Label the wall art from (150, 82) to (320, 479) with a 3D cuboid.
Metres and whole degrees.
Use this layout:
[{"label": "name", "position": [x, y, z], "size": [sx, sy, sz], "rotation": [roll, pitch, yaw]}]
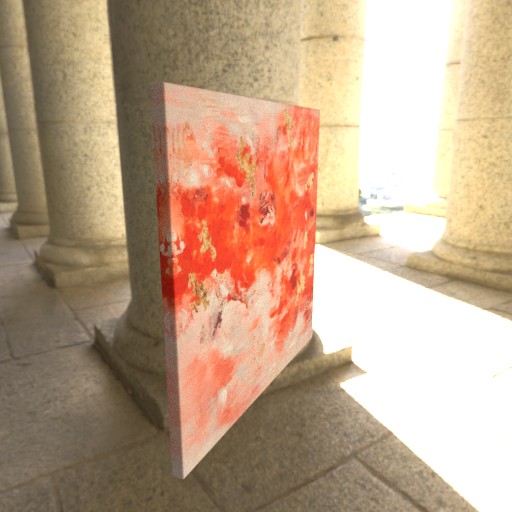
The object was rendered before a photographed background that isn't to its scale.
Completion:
[{"label": "wall art", "position": [0.000, 0.000, 1.322], "size": [0.066, 0.878, 0.878], "rotation": [7, 16, 26]}]
